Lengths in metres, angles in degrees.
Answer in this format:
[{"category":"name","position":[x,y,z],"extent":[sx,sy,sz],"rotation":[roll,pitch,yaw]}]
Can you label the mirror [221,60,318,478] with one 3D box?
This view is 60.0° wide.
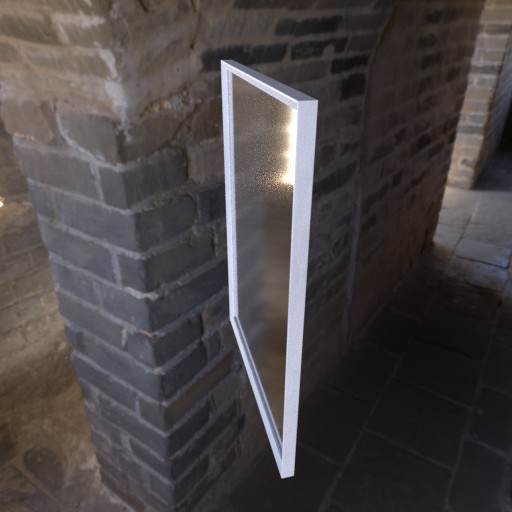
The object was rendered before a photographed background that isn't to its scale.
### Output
[{"category":"mirror","position":[0.000,0.000,1.330],"extent":[0.041,1.016,0.762],"rotation":[-7,30,-12]}]
